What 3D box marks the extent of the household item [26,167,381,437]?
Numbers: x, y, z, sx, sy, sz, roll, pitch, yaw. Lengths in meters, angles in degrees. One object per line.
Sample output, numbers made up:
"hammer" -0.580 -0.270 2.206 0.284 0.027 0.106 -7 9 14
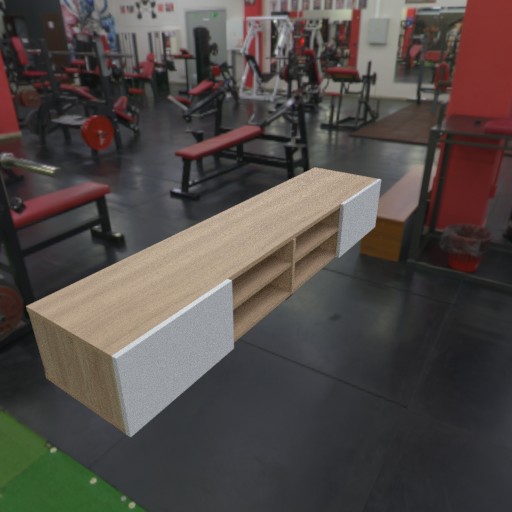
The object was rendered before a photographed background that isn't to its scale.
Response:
"household item" 0.000 0.000 1.992 0.420 0.310 1.850 18 32 31
